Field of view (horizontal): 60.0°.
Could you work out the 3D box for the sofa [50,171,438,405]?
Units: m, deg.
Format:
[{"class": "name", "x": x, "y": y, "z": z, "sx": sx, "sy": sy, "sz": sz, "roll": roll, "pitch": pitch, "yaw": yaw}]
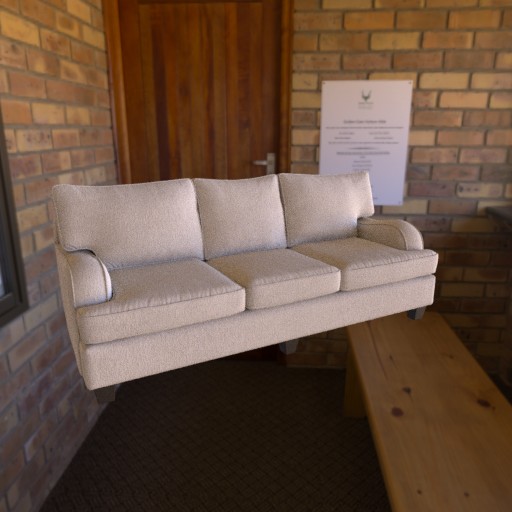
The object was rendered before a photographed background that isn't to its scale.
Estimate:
[{"class": "sofa", "x": 0.000, "y": 0.000, "z": 2.879, "sx": 2.323, "sy": 0.991, "sz": 1.016, "roll": -8, "pitch": 18, "yaw": -27}]
